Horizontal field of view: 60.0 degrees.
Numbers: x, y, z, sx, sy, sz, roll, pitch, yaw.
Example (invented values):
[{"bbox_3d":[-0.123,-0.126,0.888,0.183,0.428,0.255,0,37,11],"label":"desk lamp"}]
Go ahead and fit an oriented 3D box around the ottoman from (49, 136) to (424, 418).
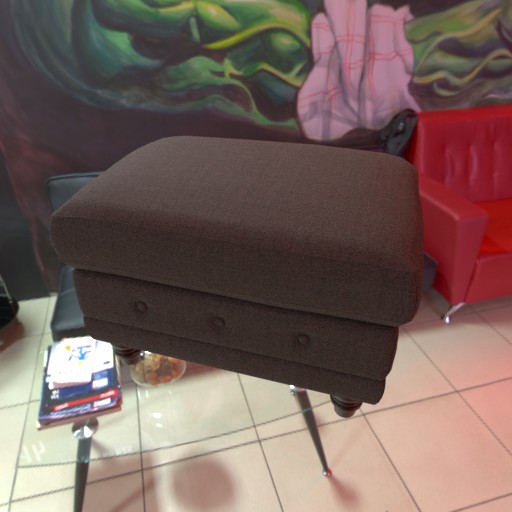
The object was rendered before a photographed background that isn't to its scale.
[{"bbox_3d":[0.000,0.000,1.208,0.809,0.555,0.599,9,33,14],"label":"ottoman"}]
